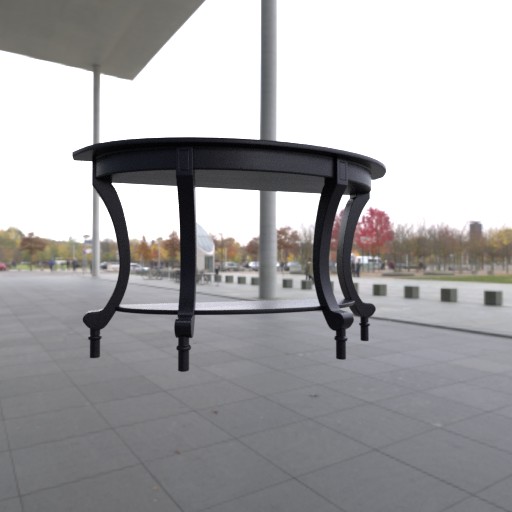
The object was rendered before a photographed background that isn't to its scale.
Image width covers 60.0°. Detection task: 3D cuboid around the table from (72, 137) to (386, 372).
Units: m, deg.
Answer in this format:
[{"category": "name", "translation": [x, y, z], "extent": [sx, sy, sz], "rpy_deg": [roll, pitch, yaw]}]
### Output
[{"category": "table", "translation": [0.000, 0.000, 1.522], "extent": [1.198, 0.692, 0.394], "rpy_deg": [0, -1, -18]}]
